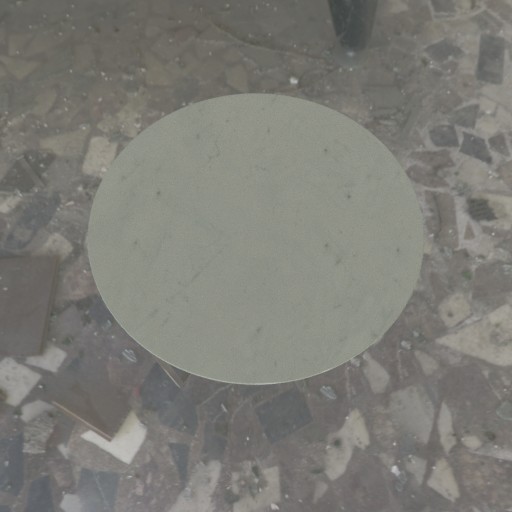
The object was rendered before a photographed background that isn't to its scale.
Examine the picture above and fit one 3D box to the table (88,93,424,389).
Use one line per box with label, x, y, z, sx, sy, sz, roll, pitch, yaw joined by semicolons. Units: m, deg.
table;0.000;0.000;1.268;0.800;0.450;0.800;0;63;0
